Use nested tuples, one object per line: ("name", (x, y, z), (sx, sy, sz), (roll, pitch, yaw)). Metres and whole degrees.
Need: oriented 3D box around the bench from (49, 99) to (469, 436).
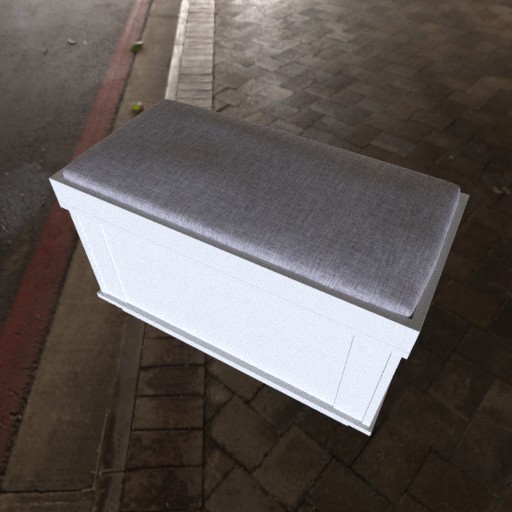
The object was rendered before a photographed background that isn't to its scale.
("bench", (0.000, 0.000, 1.006), (0.734, 0.461, 0.362), (22, 51, 19))
